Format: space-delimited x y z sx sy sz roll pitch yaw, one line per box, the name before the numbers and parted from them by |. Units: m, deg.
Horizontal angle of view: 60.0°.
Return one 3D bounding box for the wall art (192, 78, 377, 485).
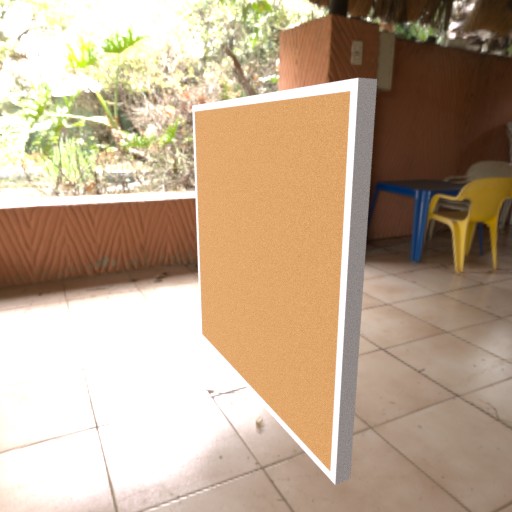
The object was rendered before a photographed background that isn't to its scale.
wall art | 0.000 0.000 1.122 0.038 0.762 0.762 -8 17 -26
